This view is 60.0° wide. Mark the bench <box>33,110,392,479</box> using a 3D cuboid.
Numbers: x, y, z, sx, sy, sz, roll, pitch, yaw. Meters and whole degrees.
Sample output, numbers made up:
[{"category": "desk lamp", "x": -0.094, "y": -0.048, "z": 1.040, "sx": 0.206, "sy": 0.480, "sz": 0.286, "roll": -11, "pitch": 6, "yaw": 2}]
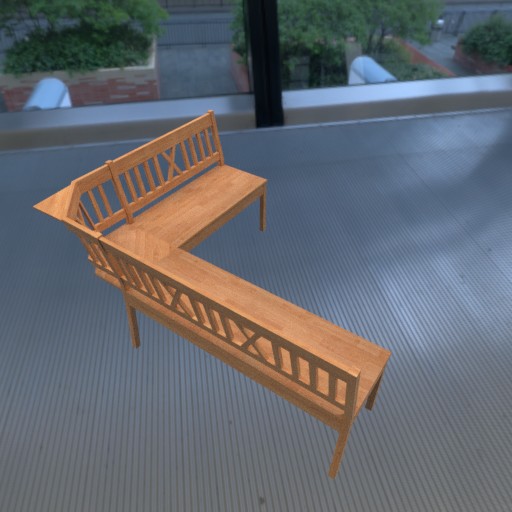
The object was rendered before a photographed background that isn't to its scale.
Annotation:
[{"category": "bench", "x": 0.000, "y": 0.000, "z": 2.731, "sx": 1.937, "sy": 0.902, "sz": 1.537, "roll": 24, "pitch": 46, "yaw": 26}]
